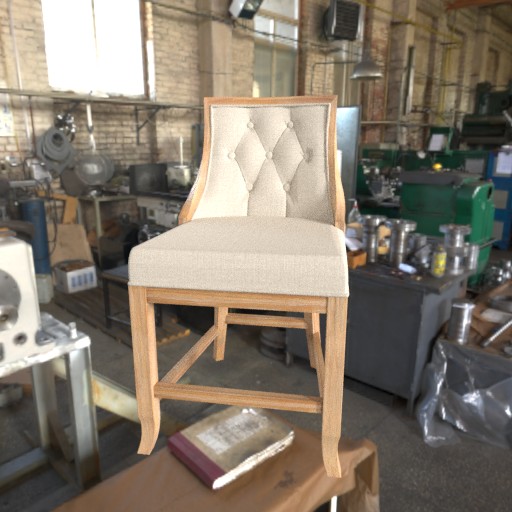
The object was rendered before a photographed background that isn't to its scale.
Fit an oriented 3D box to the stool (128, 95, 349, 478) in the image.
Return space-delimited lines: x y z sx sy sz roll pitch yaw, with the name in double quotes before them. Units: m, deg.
"stool" 0.000 0.000 1.301 0.524 0.938 0.626 2 14 9
